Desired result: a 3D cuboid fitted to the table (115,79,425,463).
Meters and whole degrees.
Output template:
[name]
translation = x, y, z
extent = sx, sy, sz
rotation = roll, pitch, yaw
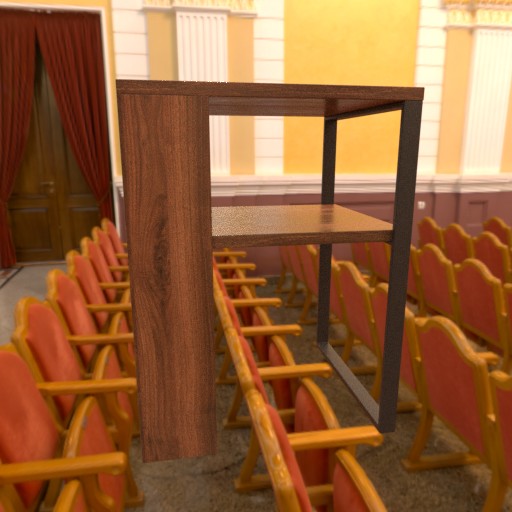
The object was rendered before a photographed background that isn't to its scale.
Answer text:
[table]
translation = 0.000, 0.000, 1.539
extent = 0.786, 1.041, 0.660
rotation = -2, 14, -10
